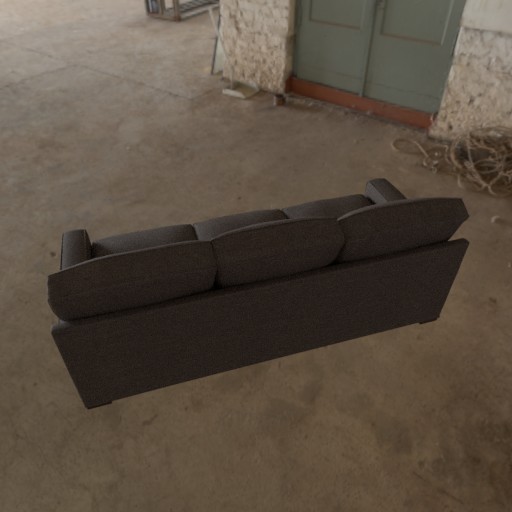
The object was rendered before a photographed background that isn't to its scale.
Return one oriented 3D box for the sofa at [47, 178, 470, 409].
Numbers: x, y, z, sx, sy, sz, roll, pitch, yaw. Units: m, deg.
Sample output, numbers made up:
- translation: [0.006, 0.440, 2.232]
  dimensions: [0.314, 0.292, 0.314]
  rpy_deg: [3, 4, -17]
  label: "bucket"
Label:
- translation: [0.000, 0.000, 2.865]
  dimensions: [2.369, 0.978, 1.004]
  rpy_deg: [-11, 42, -13]
  label: "sofa"
